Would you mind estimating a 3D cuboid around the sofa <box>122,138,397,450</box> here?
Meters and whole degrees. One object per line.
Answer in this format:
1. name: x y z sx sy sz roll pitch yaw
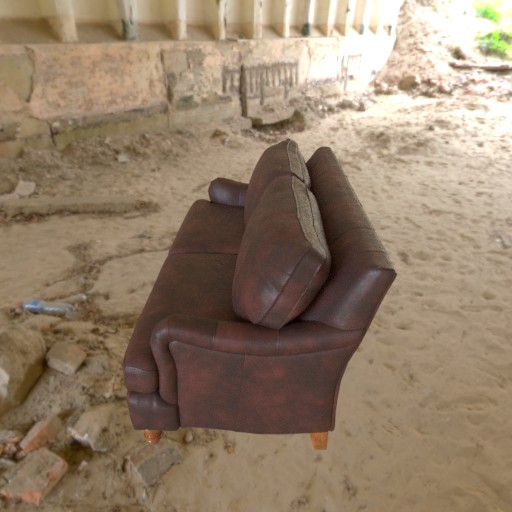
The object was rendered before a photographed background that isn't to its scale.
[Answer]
1. sofa: 0.000 0.000 2.800 1.147 1.071 2.144 1 27 1
